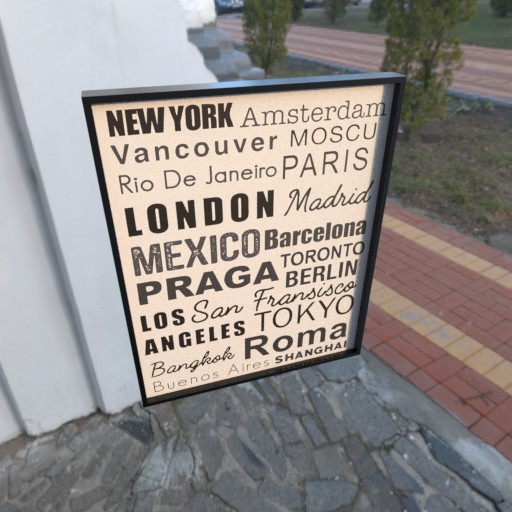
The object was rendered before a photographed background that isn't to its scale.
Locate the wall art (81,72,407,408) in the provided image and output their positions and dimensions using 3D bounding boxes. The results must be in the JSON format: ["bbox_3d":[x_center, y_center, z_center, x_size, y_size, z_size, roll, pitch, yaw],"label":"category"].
[{"bbox_3d":[0.000,0.000,0.744,0.448,0.551,0.038,-10,33,-15],"label":"wall art"}]
